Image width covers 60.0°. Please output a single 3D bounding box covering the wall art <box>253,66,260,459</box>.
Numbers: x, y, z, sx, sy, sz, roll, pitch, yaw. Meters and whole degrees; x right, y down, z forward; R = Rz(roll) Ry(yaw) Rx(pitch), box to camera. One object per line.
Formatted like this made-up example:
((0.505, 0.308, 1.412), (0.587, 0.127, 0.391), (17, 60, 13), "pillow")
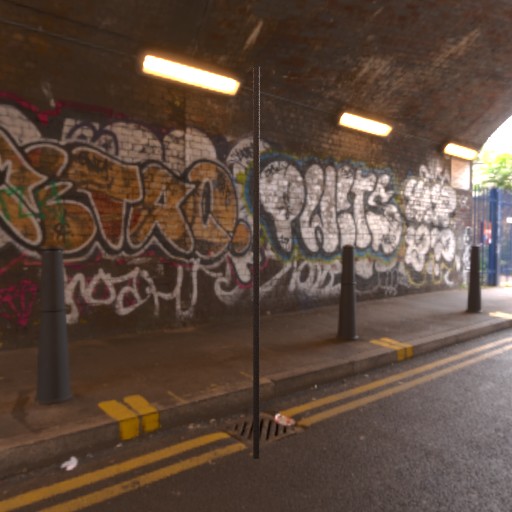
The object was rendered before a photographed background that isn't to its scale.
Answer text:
((0.000, 0.000, 1.508), (0.013, 0.811, 1.192), (0, 2, 0), "wall art")
